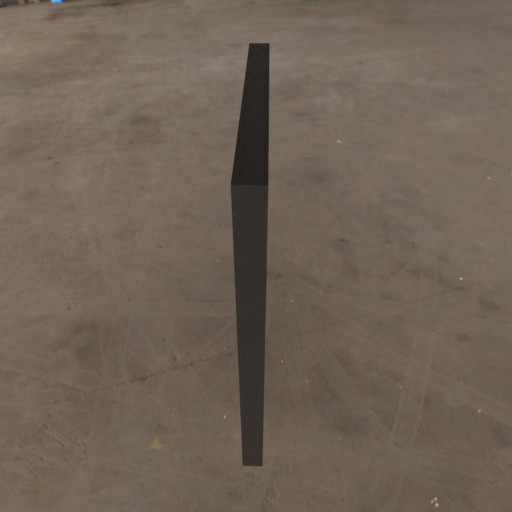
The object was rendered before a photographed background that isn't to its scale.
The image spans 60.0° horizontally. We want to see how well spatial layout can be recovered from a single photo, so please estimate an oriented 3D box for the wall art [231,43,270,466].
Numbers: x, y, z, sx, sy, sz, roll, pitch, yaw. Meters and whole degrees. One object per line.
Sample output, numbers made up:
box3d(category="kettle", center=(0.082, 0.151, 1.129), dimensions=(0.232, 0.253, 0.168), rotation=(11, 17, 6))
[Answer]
box3d(category="wall art", center=(0.000, 0.000, 0.750), dimensions=(0.034, 0.552, 0.455), rotation=(1, 40, 1))
